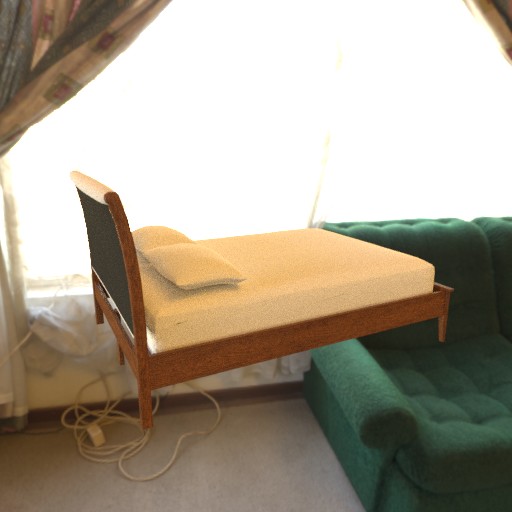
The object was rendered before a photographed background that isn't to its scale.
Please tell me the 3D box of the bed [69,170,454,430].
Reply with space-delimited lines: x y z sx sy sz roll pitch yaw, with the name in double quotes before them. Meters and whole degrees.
"bed" 0.000 0.000 3.300 2.380 1.250 1.612 -8 17 -27
